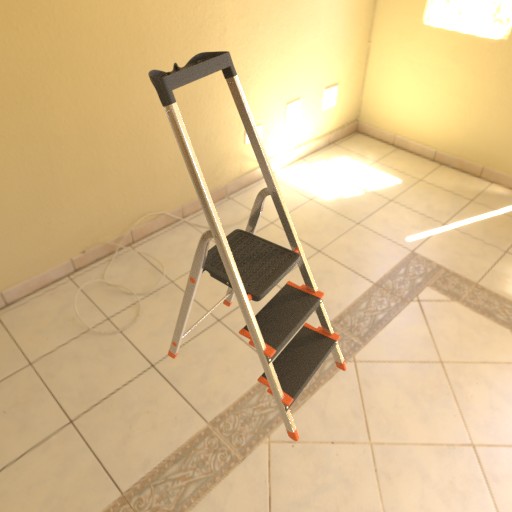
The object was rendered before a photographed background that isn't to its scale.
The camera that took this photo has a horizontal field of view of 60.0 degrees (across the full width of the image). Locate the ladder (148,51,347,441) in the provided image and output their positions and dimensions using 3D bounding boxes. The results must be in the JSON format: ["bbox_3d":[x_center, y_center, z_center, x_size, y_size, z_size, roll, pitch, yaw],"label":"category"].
[{"bbox_3d":[0.000,0.000,1.564,0.686,1.229,0.416,25,47,27],"label":"ladder"}]
